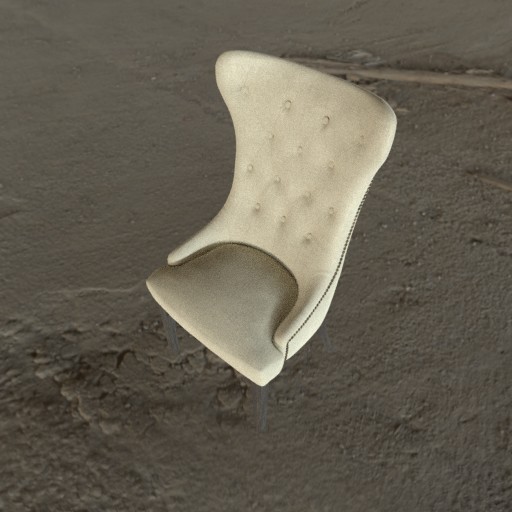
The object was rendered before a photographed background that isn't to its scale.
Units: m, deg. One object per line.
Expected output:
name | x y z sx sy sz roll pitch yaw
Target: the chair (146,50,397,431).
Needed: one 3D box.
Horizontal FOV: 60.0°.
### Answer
chair | 0.000 0.000 1.441 0.584 1.065 0.590 33 55 27
